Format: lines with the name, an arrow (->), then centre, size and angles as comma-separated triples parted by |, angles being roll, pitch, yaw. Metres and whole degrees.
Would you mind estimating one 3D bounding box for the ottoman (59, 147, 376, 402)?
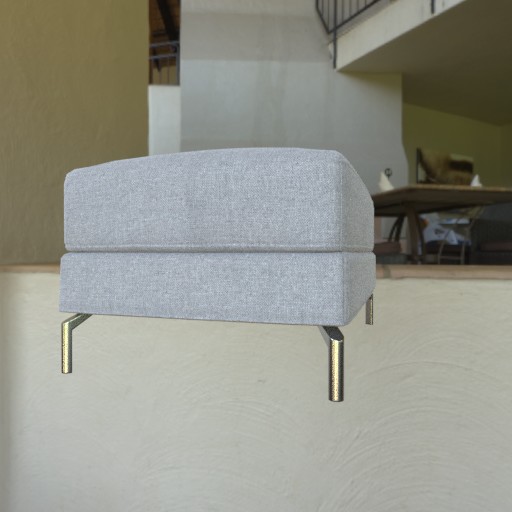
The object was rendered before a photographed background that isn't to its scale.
ottoman -> 0.000, 0.000, 1.173 | 0.584, 0.457, 0.838 | 0, 1, 18
